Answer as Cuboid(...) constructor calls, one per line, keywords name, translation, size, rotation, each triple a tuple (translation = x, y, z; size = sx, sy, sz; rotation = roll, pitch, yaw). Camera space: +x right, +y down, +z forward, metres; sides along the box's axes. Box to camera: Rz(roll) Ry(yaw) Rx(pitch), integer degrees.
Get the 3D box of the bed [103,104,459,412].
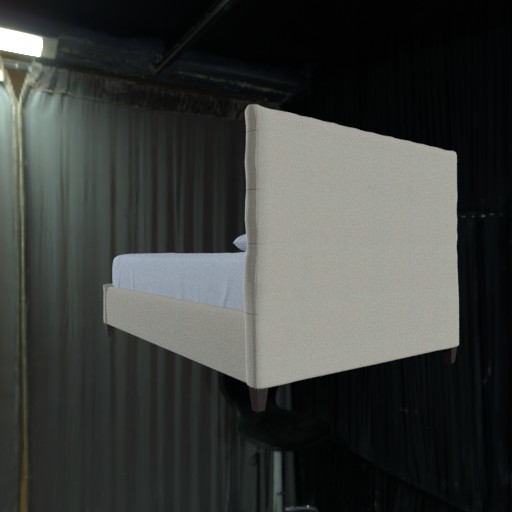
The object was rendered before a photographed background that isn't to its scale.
Cuboid(name="bed", translation=(0.000, 0.000, 3.463), size=(1.698, 1.427, 2.387), rotation=(0, 0, -35))
